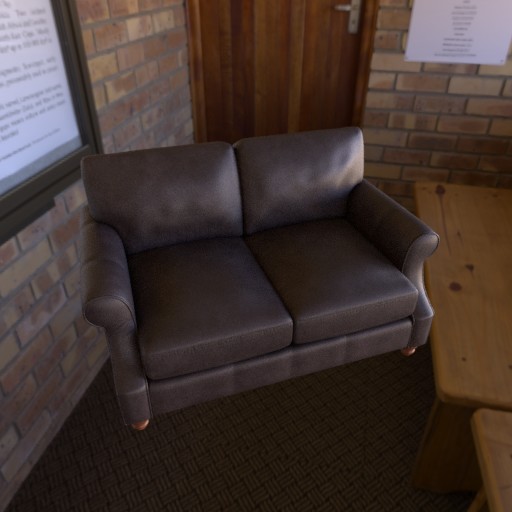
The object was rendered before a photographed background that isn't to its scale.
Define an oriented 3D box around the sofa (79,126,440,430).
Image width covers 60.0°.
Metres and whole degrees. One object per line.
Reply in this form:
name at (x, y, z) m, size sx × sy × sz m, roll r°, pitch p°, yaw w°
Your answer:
sofa at (0.000, 0.000, 2.268) m, size 1.663 × 0.979 × 1.030 m, roll -11°, pitch 35°, yaw -16°
